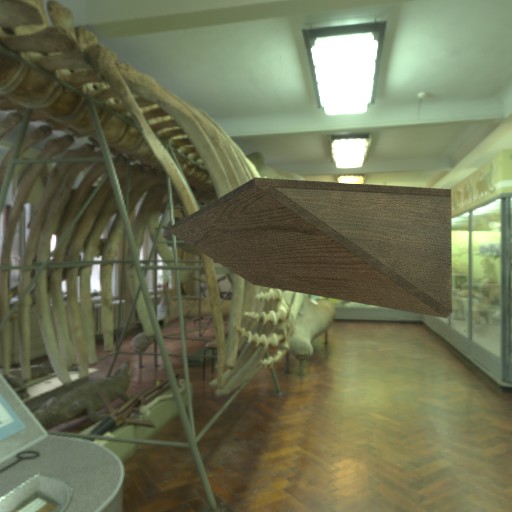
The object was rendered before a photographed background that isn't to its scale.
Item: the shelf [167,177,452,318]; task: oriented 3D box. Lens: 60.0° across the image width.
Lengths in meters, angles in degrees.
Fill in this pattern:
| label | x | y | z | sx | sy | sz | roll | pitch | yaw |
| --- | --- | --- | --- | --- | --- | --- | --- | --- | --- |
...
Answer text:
| label | x | y | z | sx | sy | sz | roll | pitch | yaw |
| --- | --- | --- | --- | --- | --- | --- | --- | --- | --- |
| shelf | 0.000 | 0.000 | 0.688 | 0.200 | 0.125 | 0.610 | 0 | -1 | -18 |
